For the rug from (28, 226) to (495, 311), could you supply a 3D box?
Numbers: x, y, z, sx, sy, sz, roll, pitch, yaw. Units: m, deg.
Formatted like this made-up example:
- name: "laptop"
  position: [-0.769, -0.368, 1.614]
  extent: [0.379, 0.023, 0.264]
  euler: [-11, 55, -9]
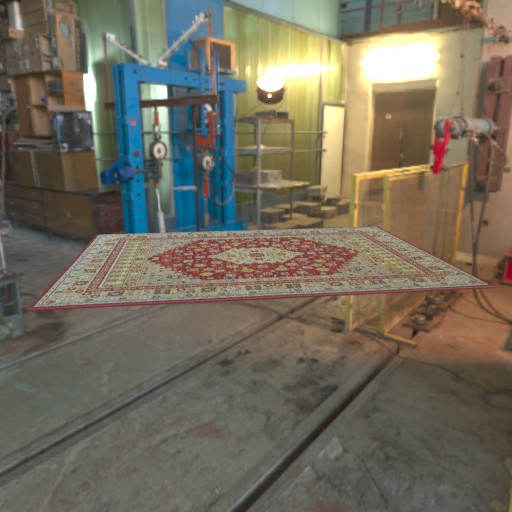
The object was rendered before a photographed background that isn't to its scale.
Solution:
- name: "rug"
  position: [0.000, 0.000, 2.255]
  extent: [1.802, 0.013, 1.194]
  euler: [-2, 16, -7]
